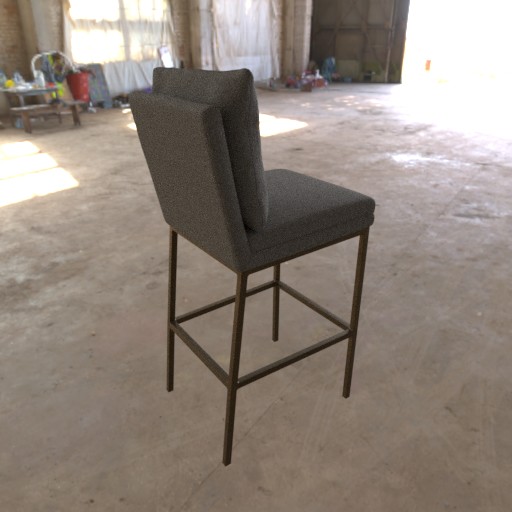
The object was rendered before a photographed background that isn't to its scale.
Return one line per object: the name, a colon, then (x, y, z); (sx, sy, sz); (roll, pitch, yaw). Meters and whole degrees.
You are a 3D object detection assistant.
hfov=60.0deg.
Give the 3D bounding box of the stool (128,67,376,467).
stool: (0.000, 0.000, 1.419); (0.569, 1.132, 0.463); (-17, 31, -32)
